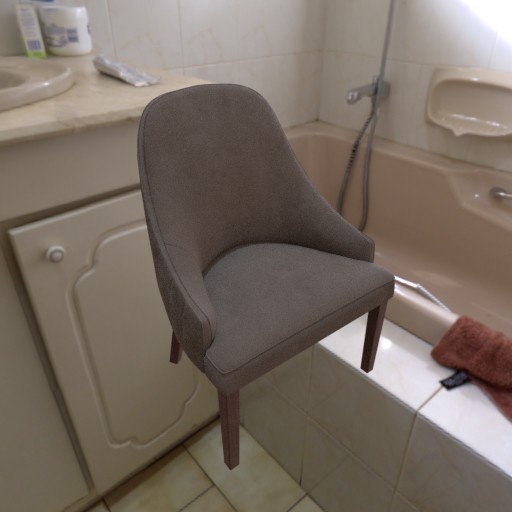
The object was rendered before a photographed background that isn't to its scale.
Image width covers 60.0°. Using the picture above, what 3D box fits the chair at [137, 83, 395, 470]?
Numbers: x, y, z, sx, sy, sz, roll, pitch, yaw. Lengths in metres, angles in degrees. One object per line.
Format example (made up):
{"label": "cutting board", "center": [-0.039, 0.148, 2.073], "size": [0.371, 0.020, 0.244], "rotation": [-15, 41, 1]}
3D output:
{"label": "chair", "center": [0.000, 0.000, 1.318], "size": [0.643, 0.889, 0.575], "rotation": [-22, 38, -32]}
